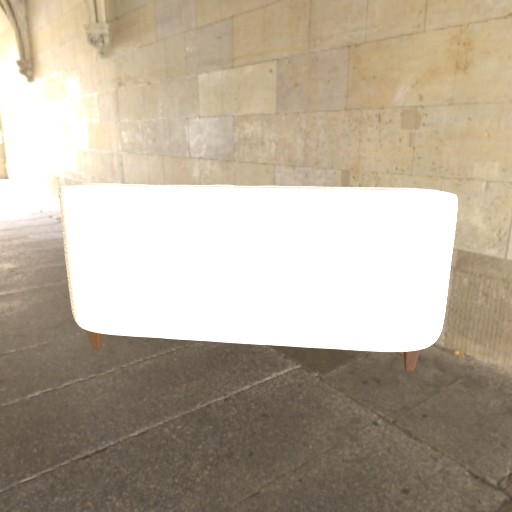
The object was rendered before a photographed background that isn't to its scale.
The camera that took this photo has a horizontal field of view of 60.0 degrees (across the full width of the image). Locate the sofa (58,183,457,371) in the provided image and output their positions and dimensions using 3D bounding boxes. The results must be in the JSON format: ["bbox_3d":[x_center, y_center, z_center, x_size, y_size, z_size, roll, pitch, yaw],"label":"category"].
[{"bbox_3d":[0.000,0.000,2.237,1.733,0.855,0.941,2,15,8],"label":"sofa"}]
